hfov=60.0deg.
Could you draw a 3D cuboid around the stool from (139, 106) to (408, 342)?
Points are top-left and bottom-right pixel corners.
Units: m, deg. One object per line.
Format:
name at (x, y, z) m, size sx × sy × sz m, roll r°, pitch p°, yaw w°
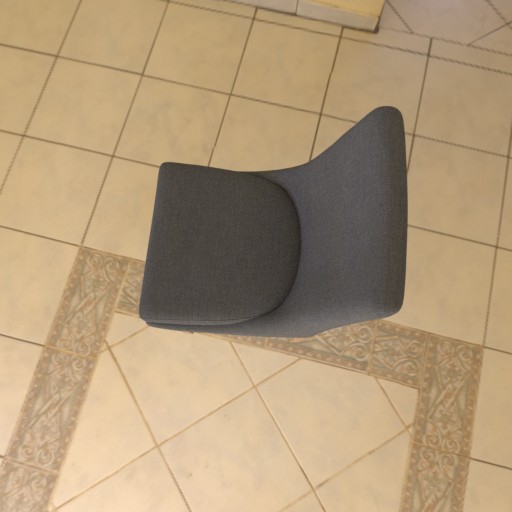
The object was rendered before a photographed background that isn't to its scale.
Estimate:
stool at (0.000, 0.000, 1.291) m, size 0.577 × 0.981 × 0.470 m, roll 4°, pitch 76°, yaw 1°
